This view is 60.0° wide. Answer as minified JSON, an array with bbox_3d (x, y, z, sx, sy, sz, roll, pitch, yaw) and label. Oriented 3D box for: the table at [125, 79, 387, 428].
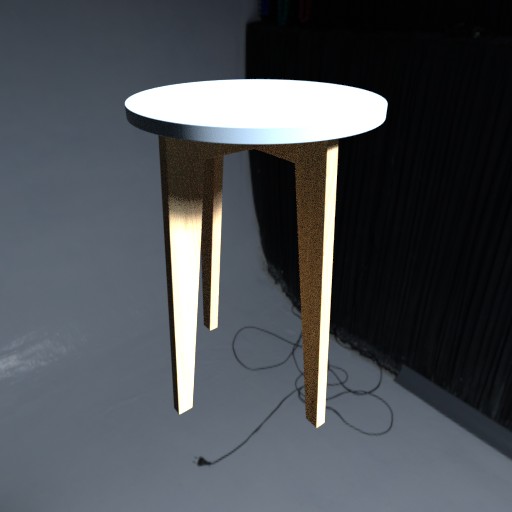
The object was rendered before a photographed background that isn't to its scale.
[{"bbox_3d":[0.000,0.000,0.732,0.350,0.500,0.350,0,29,0],"label":"table"}]
